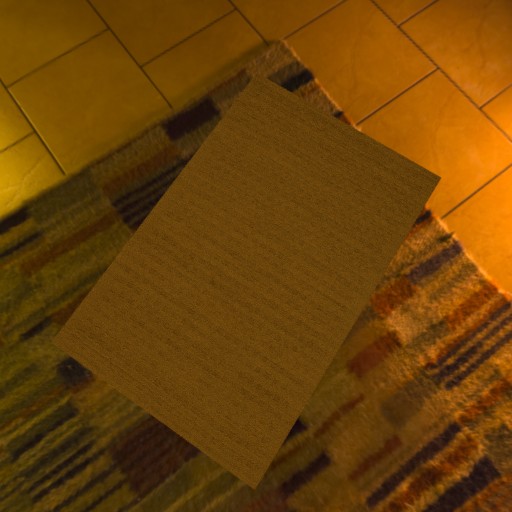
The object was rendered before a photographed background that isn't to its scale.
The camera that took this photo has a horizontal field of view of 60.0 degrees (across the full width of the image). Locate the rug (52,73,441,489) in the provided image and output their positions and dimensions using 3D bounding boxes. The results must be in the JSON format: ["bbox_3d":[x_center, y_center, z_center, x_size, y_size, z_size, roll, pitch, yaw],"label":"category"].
[{"bbox_3d":[0.000,0.000,2.186,1.142,0.006,1.752,32,78,8],"label":"rug"}]
